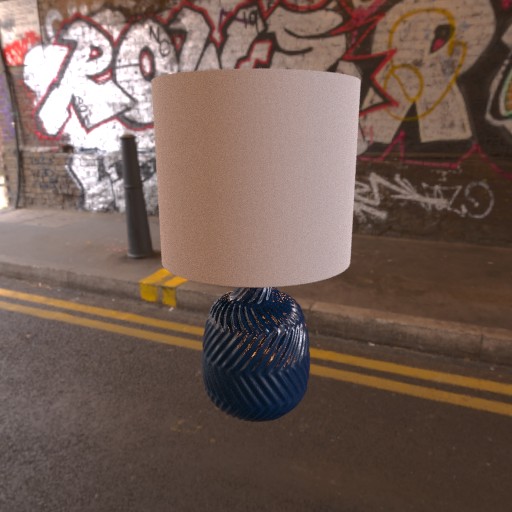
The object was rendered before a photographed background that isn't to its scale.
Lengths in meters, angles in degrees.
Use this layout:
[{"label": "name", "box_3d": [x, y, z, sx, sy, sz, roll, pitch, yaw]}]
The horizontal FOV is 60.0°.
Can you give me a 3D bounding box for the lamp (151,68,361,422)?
[{"label": "lamp", "box_3d": [0.000, 0.000, 0.488, 0.203, 0.368, 0.203, -8, 17, -27]}]
